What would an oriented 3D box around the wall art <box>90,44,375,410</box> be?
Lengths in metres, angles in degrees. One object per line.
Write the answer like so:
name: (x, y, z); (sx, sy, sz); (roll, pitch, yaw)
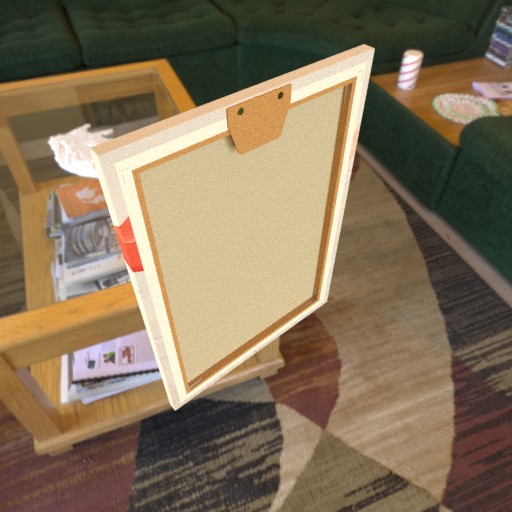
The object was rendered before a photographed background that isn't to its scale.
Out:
wall art: (0.000, 0.000, 1.089); (0.613, 0.848, 0.036); (-31, 54, -26)
